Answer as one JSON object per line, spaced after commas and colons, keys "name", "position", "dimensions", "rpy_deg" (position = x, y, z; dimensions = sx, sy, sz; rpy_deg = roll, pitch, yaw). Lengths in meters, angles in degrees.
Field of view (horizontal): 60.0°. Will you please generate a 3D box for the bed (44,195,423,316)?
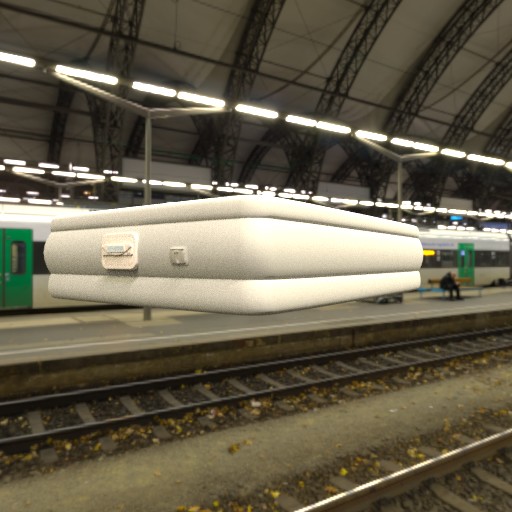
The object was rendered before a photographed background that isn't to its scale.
{"name": "bed", "position": [0.000, 0.000, 2.721], "dimensions": [1.520, 0.460, 2.036], "rpy_deg": [0, -1, 36]}
